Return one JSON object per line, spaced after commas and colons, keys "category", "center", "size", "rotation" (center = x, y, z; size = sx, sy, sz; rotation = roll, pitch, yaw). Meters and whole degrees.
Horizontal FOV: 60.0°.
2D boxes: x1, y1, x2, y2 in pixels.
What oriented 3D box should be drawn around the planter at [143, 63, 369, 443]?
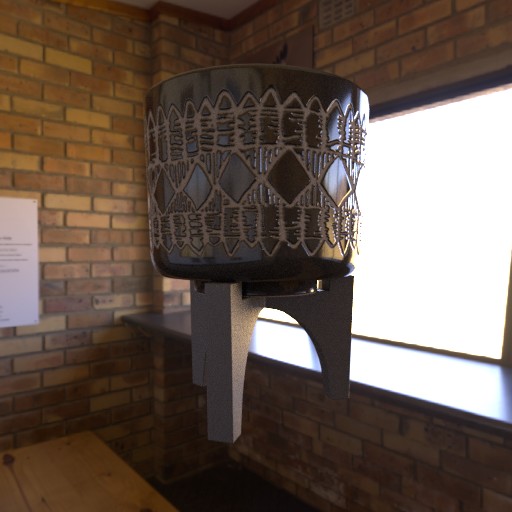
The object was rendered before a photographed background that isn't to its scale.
{"category": "planter", "center": [0.000, 0.000, 0.397], "size": [0.196, 0.264, 0.196], "rotation": [0, 1, 17]}
